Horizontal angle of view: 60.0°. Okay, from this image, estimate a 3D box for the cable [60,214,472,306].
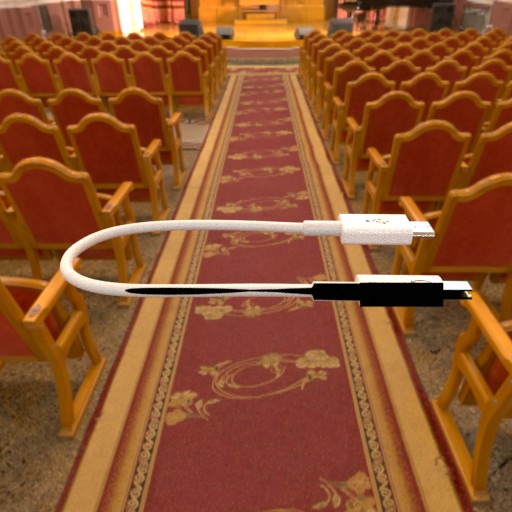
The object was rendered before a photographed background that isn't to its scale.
[{"bbox_3d":[0.000,0.000,0.114,0.098,0.006,0.040,1,32,1],"label":"cable"}]
